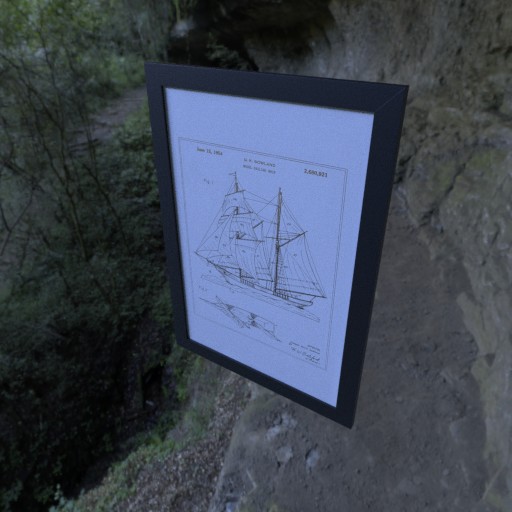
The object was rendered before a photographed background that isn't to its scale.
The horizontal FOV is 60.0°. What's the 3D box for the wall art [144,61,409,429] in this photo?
[{"bbox_3d":[0.000,0.000,0.690,0.381,0.534,0.013,18,35,28],"label":"wall art"}]
